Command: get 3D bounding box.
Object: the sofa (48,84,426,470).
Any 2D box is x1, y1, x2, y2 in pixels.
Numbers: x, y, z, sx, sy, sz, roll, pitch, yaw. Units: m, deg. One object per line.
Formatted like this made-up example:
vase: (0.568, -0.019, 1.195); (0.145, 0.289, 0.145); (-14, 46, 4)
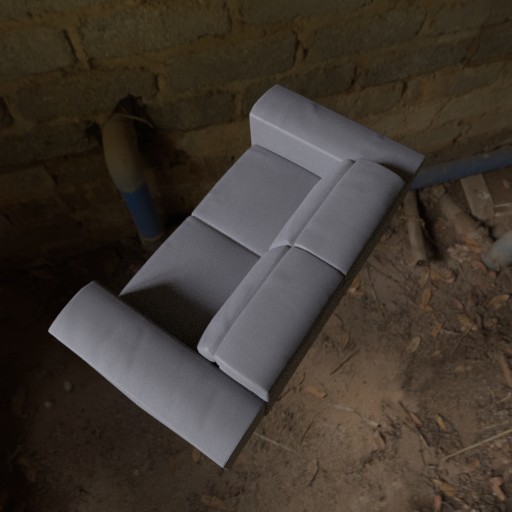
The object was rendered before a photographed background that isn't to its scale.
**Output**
sofa: (0.000, 0.000, 2.401); (1.003, 0.779, 1.895); (32, 67, 15)
